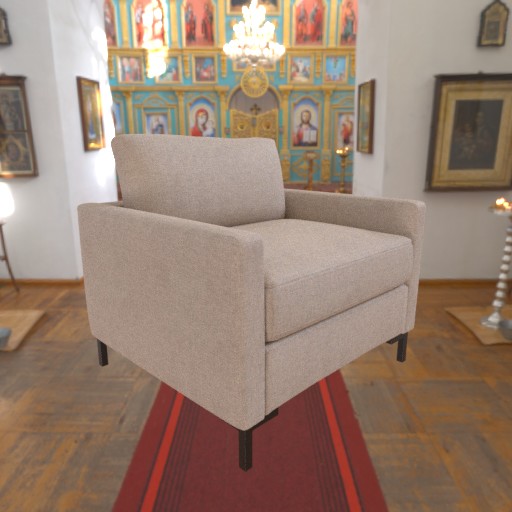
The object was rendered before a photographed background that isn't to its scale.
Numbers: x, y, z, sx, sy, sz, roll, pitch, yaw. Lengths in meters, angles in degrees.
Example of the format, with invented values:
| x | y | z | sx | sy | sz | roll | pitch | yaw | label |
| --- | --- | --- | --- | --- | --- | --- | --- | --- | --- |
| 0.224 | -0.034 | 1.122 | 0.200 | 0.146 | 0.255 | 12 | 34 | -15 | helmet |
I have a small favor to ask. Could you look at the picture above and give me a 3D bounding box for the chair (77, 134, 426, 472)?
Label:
| x | y | z | sx | sy | sz | roll | pitch | yaw | label |
| --- | --- | --- | --- | --- | --- | --- | --- | --- | --- |
| 0.000 | 0.000 | 1.621 | 0.963 | 0.861 | 0.866 | -14 | 19 | -43 | chair |
